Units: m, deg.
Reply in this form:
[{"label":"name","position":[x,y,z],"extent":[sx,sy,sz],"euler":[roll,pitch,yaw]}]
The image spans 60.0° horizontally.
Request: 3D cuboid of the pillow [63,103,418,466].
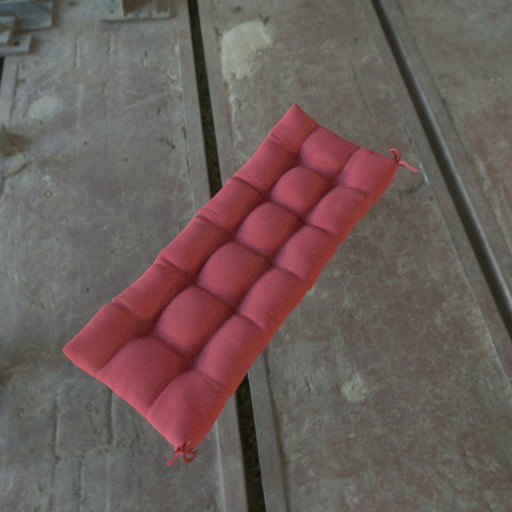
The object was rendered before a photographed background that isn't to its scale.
[{"label":"pillow","position":[0.000,0.000,1.352],"extent":[0.511,0.174,1.194],"euler":[33,68,16]}]
